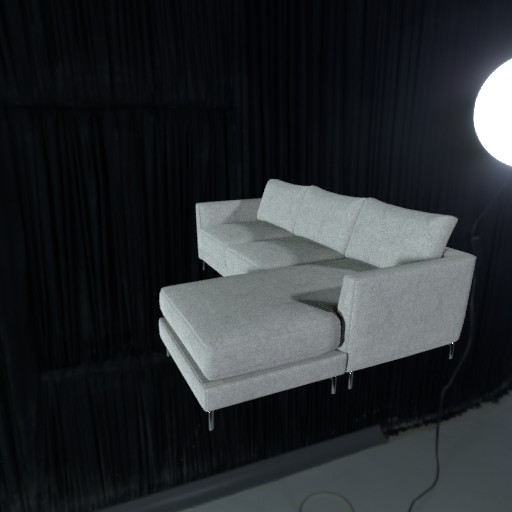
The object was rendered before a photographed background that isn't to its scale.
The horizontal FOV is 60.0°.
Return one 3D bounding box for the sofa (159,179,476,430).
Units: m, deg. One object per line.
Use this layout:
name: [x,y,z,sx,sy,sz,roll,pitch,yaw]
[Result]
sofa: [0.000,0.000,3.211,1.626,0.864,2.438,-8,18,-24]
